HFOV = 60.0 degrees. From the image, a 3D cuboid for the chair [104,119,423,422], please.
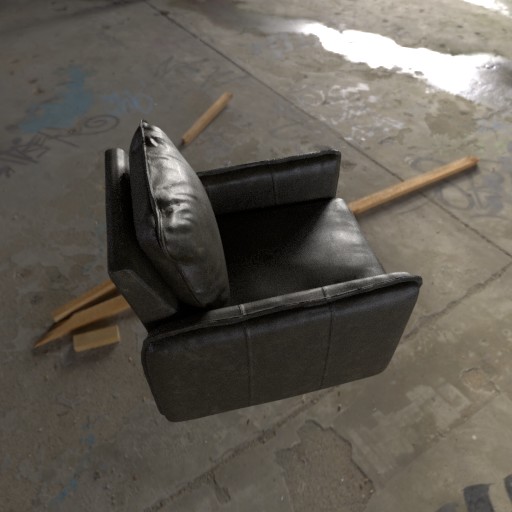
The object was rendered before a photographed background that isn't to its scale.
[{"bbox_3d":[0.000,0.000,1.643,0.921,0.921,0.830,-10,48,-9],"label":"chair"}]
